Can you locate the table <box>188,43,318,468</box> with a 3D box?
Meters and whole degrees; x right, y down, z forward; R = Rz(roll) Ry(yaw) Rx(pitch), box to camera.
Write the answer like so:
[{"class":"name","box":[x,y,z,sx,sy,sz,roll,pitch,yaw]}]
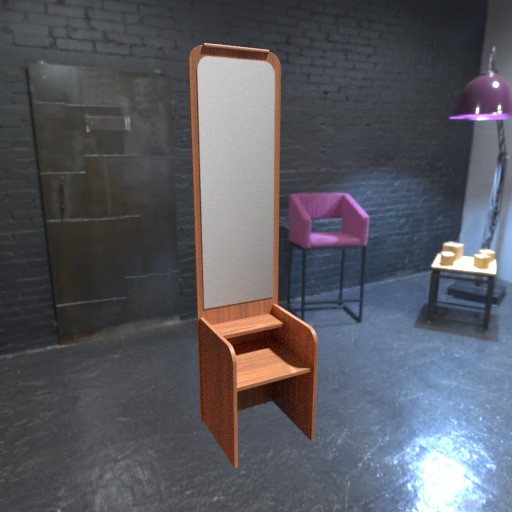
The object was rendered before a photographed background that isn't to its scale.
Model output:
[{"class":"table","box":[0.000,0.000,2.031,0.450,1.830,0.420,-7,16,-26]}]
